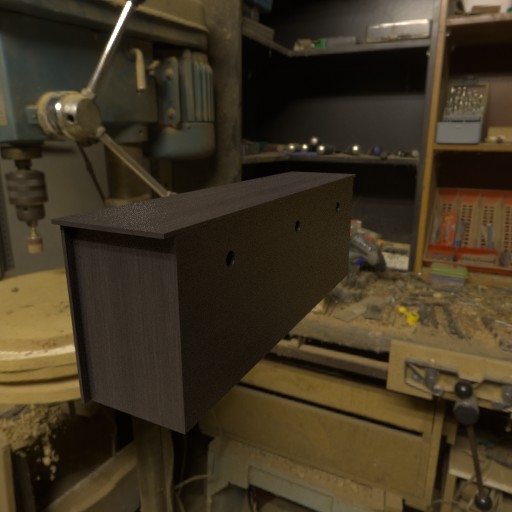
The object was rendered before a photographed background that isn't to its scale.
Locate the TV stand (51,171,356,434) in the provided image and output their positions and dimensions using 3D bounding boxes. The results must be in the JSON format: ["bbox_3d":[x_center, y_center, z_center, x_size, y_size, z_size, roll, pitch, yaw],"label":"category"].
[{"bbox_3d":[0.000,0.000,2.024,0.406,0.610,1.778,8,17,26],"label":"TV stand"}]
